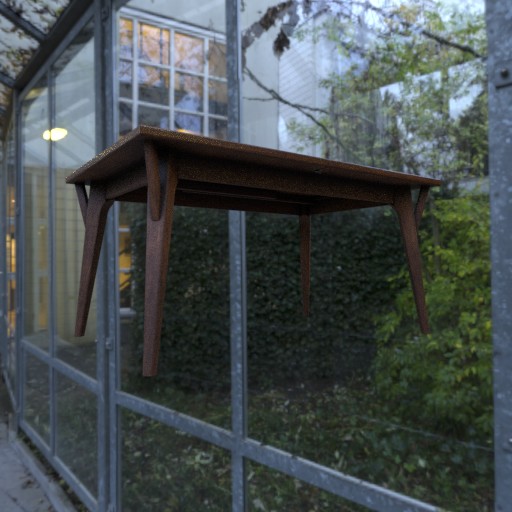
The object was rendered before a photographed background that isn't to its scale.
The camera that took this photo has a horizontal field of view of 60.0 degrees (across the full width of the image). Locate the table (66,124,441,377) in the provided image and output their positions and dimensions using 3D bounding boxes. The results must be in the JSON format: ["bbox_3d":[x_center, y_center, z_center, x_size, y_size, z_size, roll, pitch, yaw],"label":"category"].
[{"bbox_3d":[0.000,0.000,2.140,1.524,0.761,0.990,1,-1,-35],"label":"table"}]
